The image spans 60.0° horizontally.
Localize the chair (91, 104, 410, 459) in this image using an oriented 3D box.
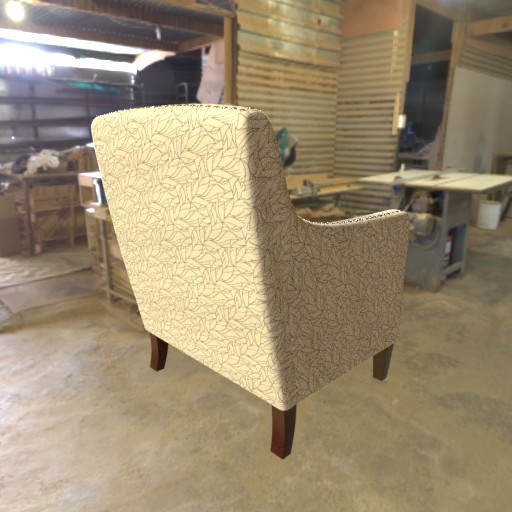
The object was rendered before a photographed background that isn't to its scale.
[{"bbox_3d":[0.000,0.000,1.297,0.651,0.816,0.623,-15,21,-42],"label":"chair"}]
